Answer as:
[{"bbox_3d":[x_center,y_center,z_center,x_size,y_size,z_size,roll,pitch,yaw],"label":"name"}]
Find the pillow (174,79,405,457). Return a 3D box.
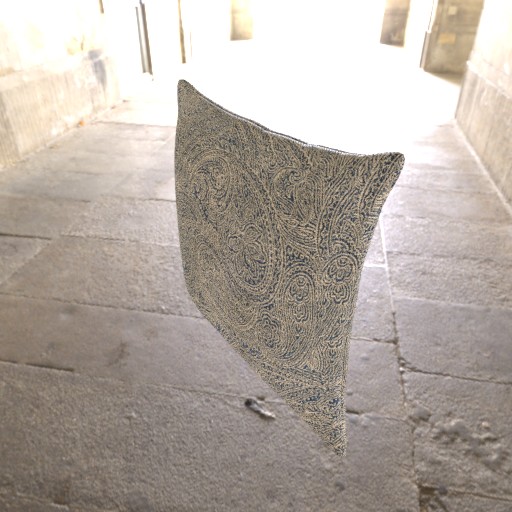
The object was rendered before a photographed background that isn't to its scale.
[{"bbox_3d":[0.000,0.000,0.772,0.166,0.510,0.523,-20,37,-29],"label":"pillow"}]
